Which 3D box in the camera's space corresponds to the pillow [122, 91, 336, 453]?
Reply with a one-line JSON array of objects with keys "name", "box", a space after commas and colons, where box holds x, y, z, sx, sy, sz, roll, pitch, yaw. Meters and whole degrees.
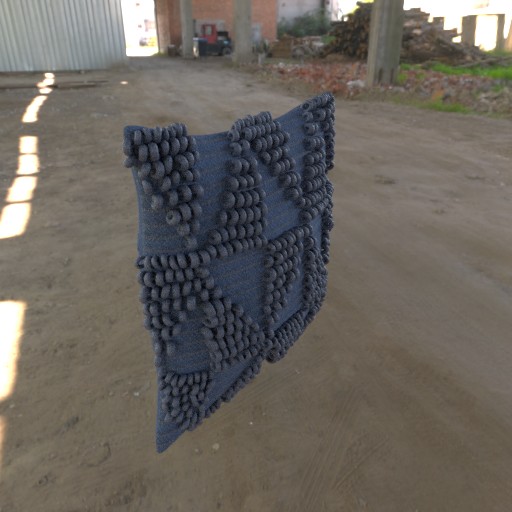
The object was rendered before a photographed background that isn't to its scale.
[{"name": "pillow", "box": [0.000, 0.000, 0.713, 0.172, 0.466, 0.469, 17, 31, 31]}]
